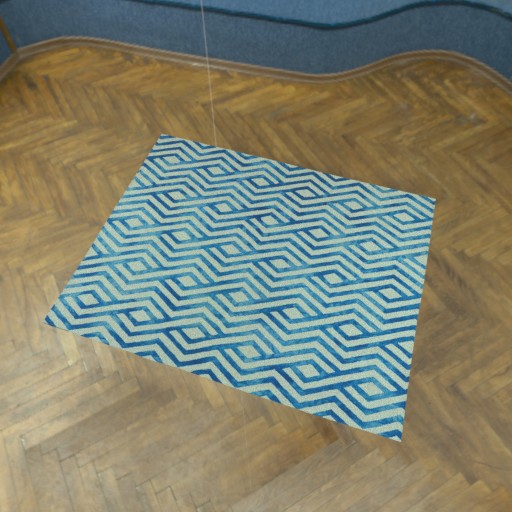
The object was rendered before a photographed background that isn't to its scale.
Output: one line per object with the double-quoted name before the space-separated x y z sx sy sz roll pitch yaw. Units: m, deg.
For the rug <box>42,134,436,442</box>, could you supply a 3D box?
"rug" 0.000 0.000 4.159 3.059 0.008 2.453 16 59 10
